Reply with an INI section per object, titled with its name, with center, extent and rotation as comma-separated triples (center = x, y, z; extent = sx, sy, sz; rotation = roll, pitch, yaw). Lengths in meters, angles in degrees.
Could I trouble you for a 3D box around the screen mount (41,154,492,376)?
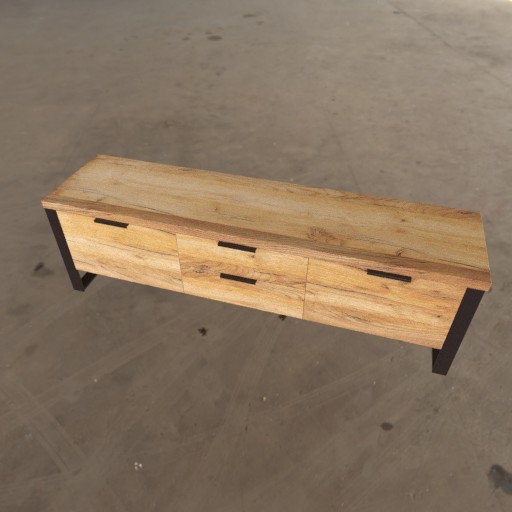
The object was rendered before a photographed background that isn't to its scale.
[screen mount]
center = 0.000, 0.000, 1.719
extent = 1.524, 0.450, 0.395
rotation = 11, 41, 13
